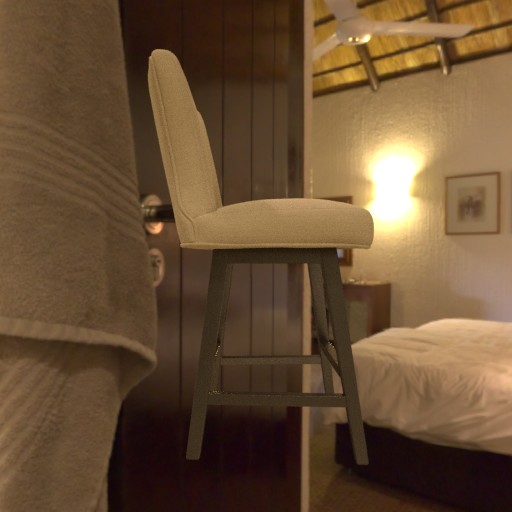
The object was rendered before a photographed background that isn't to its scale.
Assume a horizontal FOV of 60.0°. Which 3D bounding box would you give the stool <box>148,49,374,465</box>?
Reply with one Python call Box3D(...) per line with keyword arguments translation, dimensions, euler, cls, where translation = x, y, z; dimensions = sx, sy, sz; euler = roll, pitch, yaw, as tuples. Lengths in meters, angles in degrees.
Box3D(translation=(0.000, 0.000, 1.305), dimensions=(0.574, 1.000, 0.514), euler=(0, 0, 0), cls="stool")
